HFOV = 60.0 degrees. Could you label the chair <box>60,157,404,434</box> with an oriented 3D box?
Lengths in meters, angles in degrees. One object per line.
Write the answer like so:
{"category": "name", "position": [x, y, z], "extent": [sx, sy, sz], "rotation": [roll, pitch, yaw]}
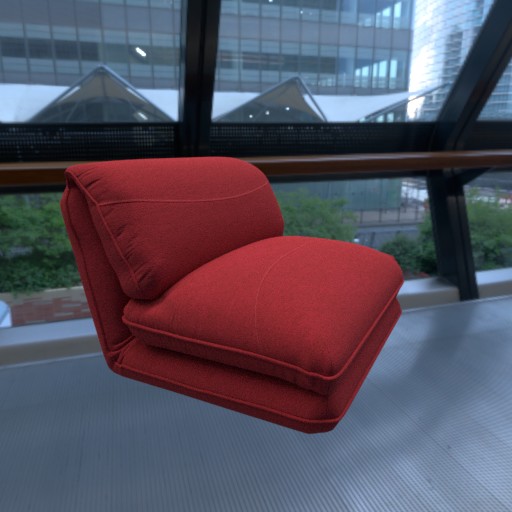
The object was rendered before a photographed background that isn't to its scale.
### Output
{"category": "chair", "position": [0.000, 0.000, 1.353], "extent": [0.780, 0.580, 0.820], "rotation": [7, 15, 27]}
